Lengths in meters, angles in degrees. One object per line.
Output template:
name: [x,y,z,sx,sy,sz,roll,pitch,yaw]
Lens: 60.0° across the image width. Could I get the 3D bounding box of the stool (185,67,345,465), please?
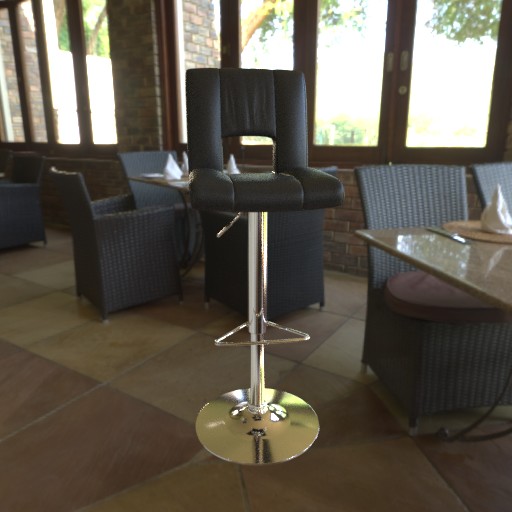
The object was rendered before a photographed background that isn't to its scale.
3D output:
stool: [0.000,0.000,1.382,0.415,1.151,0.520,-2,15,-8]
